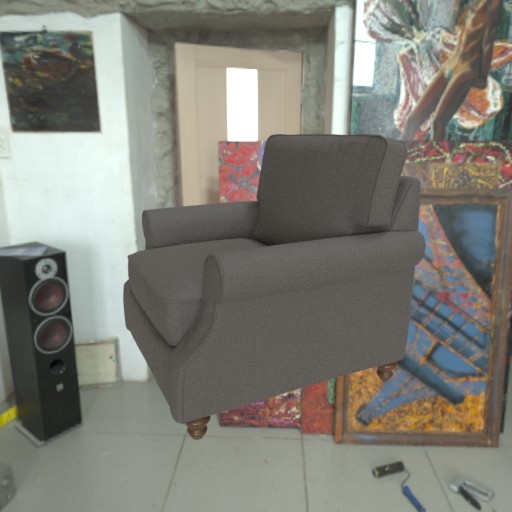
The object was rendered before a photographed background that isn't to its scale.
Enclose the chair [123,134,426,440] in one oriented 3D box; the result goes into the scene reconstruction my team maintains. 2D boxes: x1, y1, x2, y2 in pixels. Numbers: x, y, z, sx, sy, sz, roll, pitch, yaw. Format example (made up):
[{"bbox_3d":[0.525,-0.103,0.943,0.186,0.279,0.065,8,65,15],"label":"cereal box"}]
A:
[{"bbox_3d":[0.000,0.000,1.824,0.966,0.967,1.029,-8,17,-26],"label":"chair"}]
